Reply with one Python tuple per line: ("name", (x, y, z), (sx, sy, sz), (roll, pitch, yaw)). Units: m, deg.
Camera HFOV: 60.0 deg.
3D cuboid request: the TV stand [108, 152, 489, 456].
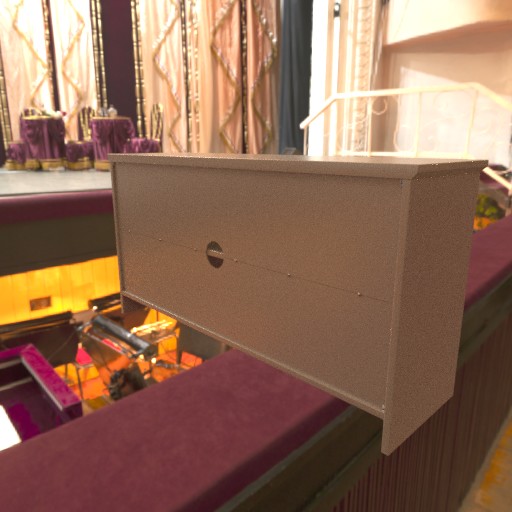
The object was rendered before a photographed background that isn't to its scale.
("TV stand", (0.000, 0.000, 1.371), (0.344, 0.603, 1.167), (-14, 20, -43))
